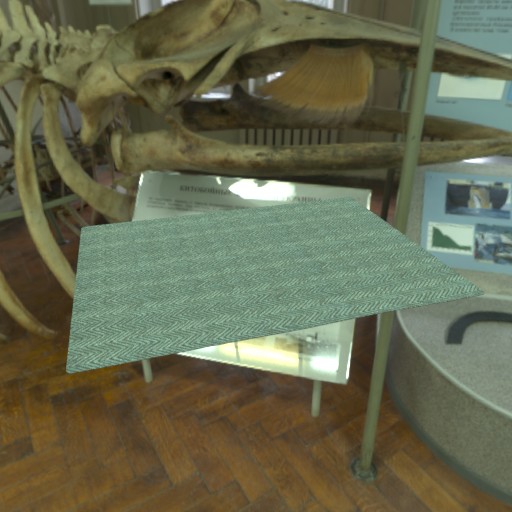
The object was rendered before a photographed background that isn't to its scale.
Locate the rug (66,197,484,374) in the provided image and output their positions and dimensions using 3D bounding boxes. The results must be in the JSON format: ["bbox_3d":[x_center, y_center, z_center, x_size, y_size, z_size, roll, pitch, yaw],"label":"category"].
[{"bbox_3d":[0.000,0.000,5.163,3.957,0.011,2.894,-8,29,-15],"label":"rug"}]
